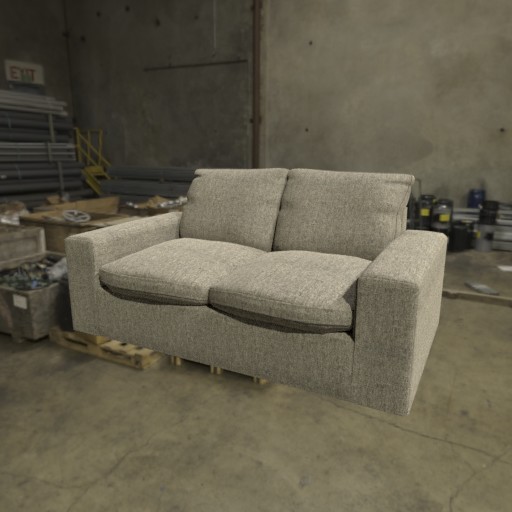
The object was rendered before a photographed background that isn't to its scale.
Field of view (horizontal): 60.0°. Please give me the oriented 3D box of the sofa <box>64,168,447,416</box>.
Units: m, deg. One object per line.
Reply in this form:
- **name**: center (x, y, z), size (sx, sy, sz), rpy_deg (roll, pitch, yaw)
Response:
- **sofa**: center (0.000, 0.000, 2.335), size (1.758, 0.877, 1.094), rpy_deg (7, 15, 27)
